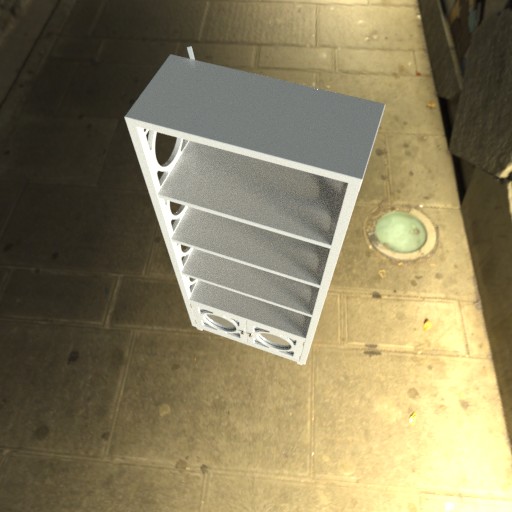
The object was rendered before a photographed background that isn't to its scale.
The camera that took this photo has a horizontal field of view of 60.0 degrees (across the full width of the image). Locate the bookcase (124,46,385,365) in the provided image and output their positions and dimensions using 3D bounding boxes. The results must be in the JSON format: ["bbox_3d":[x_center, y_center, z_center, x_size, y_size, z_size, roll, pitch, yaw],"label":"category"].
[{"bbox_3d":[0.000,0.000,2.167,0.761,1.869,0.361,17,61,10],"label":"bookcase"}]
